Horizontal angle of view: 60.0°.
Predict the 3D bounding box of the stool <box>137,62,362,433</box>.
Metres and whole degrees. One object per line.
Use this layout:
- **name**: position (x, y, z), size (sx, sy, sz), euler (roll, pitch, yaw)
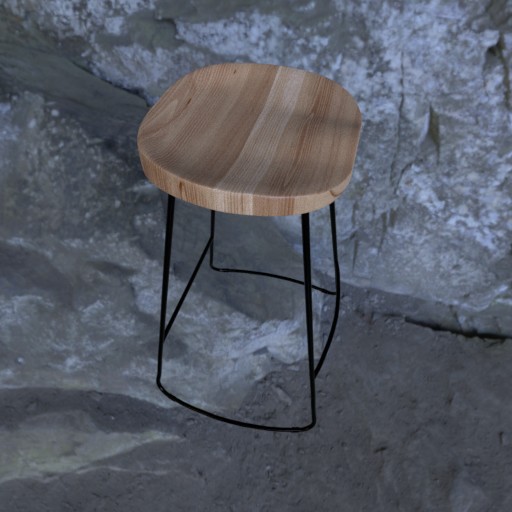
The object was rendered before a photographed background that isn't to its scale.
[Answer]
- **stool**: position (0.000, 0.000, 0.965), size (0.401, 0.679, 0.480), euler (11, 48, 10)
